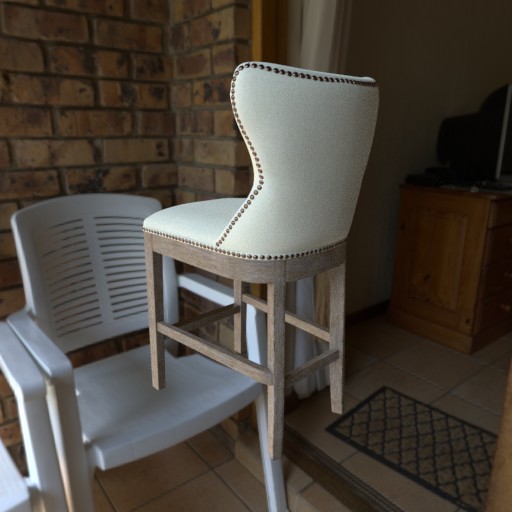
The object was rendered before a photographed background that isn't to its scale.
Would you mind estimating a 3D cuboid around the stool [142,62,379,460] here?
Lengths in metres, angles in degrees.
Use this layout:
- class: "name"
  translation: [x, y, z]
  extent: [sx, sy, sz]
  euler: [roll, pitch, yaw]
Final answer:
- class: "stool"
  translation: [0.000, 0.000, 1.310]
  extent: [0.498, 0.981, 0.608]
  euler: [-15, 22, -42]
